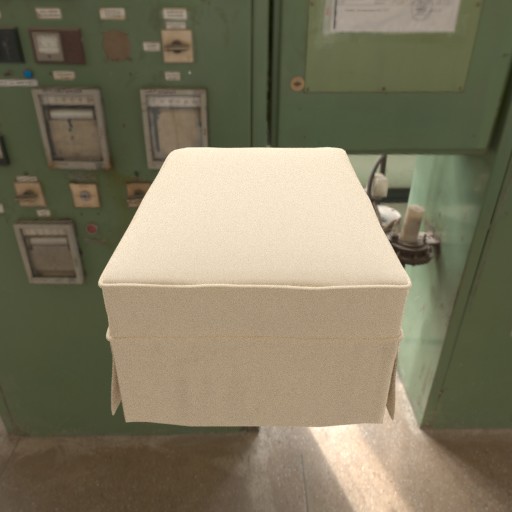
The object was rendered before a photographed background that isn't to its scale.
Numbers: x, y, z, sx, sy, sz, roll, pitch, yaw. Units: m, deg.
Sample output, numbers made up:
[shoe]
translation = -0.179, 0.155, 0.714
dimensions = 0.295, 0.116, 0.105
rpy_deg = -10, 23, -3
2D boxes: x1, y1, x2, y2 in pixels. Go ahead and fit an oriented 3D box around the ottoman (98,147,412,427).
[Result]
[ottoman]
translation = 0.000, 0.000, 1.362
dimensions = 0.703, 0.479, 0.944
rpy_deg = 0, 31, 0
